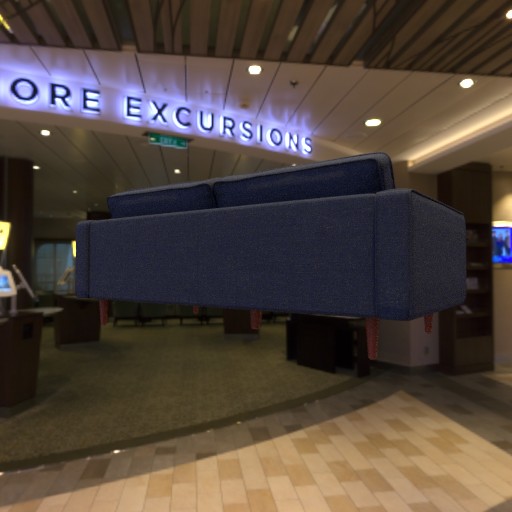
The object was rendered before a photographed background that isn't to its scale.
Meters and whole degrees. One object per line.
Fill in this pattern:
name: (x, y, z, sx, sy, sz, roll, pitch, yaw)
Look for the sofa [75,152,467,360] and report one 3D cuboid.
sofa: (0.000, 0.000, 2.321, 1.880, 0.762, 0.914, -1, -2, 36)
